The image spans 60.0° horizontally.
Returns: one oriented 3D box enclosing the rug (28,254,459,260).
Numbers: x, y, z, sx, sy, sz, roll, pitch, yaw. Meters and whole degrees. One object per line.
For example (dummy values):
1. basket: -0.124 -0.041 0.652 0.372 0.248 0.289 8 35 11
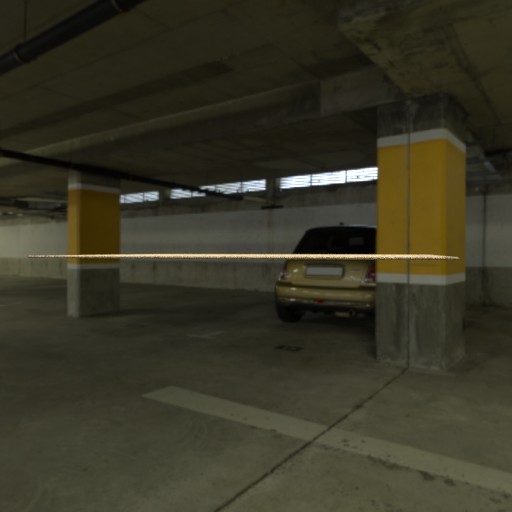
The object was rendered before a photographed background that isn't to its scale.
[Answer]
1. rug: 0.000 0.000 2.955 2.283 0.013 1.547 0 1 17
